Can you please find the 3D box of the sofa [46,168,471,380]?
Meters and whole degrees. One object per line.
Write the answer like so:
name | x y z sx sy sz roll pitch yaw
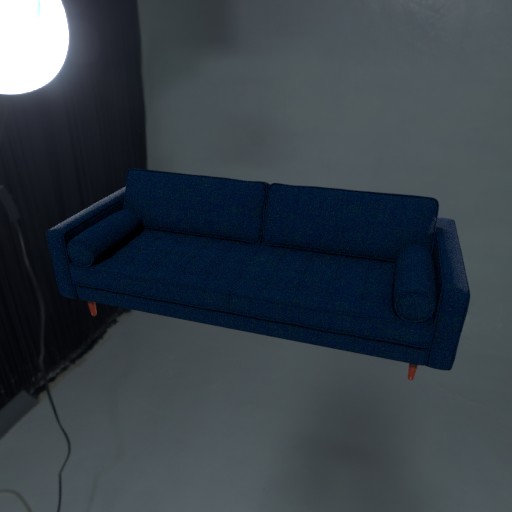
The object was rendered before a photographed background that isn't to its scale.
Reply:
sofa | 0.000 0.000 2.631 2.210 0.762 0.914 8 29 15
